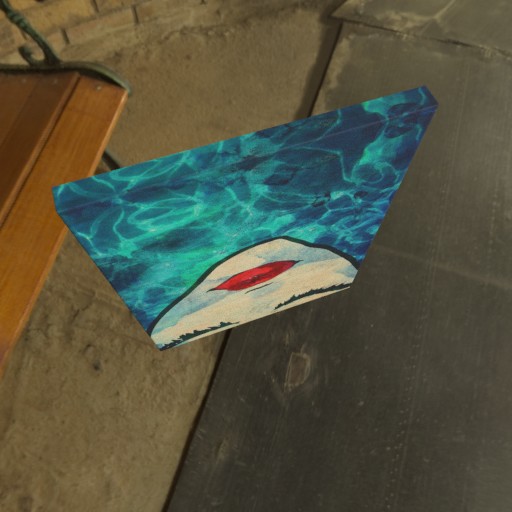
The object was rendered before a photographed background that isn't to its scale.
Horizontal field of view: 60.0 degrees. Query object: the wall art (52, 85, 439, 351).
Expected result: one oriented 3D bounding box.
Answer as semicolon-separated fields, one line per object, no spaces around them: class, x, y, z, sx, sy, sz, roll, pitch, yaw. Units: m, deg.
wall art;0.000;0.000;0.846;0.508;0.635;0.038;-18;65;-9
